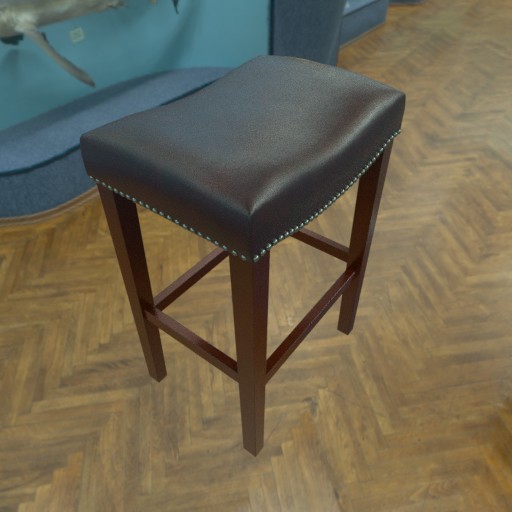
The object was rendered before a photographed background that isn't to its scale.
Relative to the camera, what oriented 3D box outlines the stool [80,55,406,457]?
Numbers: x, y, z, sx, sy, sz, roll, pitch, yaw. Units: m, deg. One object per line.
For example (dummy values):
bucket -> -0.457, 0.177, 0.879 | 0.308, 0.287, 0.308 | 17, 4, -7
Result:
stool -> 0.000, 0.000, 1.018 | 0.372, 0.742, 0.504 | 27, 49, 27
